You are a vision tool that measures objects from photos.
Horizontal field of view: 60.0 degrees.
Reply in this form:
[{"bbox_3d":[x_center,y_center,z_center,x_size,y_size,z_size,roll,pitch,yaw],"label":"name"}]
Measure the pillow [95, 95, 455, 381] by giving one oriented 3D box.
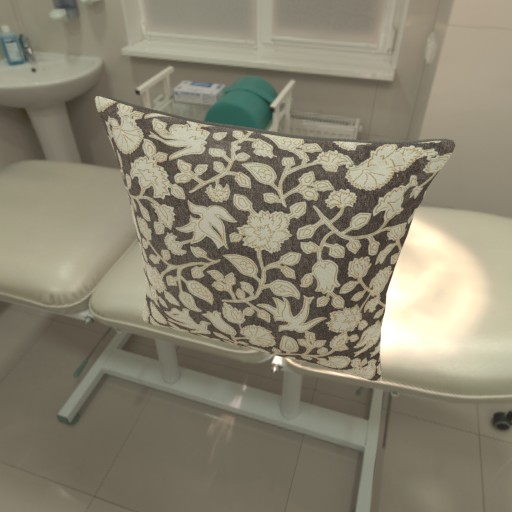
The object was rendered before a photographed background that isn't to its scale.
[{"bbox_3d":[0.000,0.000,0.779,0.526,0.507,0.166,12,42,13],"label":"pillow"}]
